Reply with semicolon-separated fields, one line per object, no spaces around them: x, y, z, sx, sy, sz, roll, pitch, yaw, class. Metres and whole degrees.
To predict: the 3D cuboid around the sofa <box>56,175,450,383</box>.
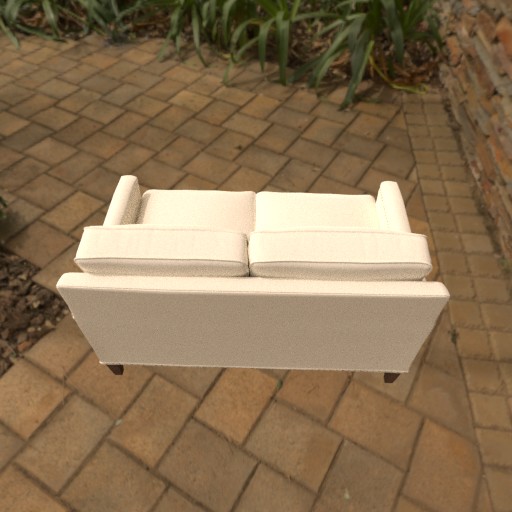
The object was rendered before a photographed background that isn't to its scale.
0.000;0.000;2.294;1.597;1.003;1.084;1;46;1;sofa
